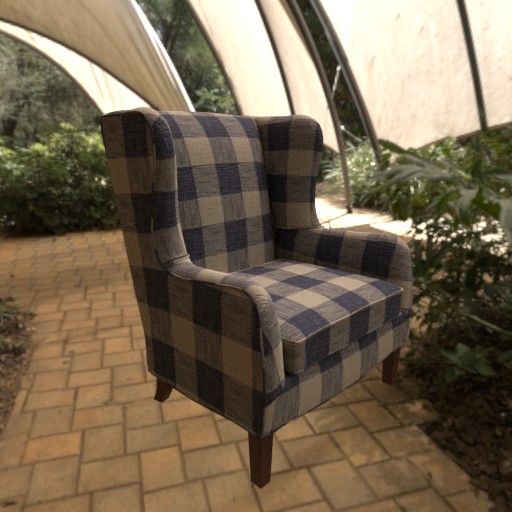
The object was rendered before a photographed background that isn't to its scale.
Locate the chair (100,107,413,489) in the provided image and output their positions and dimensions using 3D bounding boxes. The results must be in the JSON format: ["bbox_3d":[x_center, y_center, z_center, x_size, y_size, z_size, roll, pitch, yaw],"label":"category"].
[{"bbox_3d":[0.000,0.000,1.636,0.889,1.041,0.830,15,21,43],"label":"chair"}]
